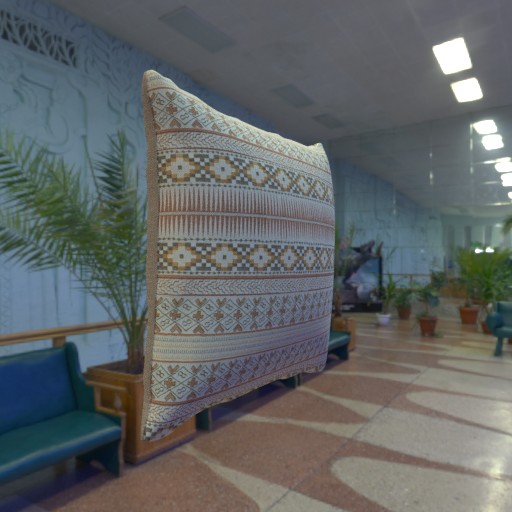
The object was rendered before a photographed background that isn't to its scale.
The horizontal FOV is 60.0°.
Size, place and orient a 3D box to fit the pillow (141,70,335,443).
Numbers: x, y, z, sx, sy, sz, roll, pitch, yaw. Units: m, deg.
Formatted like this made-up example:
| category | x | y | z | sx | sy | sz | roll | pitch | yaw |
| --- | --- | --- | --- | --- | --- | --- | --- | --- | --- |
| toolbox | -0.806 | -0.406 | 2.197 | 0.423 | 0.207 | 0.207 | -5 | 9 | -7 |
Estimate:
| category | x | y | z | sx | sy | sz | roll | pitch | yaw |
| --- | --- | --- | --- | --- | --- | --- | --- | --- | --- |
| pillow | 0.000 | 0.000 | 0.811 | 0.215 | 0.519 | 0.521 | 0 | -1 | 36 |
